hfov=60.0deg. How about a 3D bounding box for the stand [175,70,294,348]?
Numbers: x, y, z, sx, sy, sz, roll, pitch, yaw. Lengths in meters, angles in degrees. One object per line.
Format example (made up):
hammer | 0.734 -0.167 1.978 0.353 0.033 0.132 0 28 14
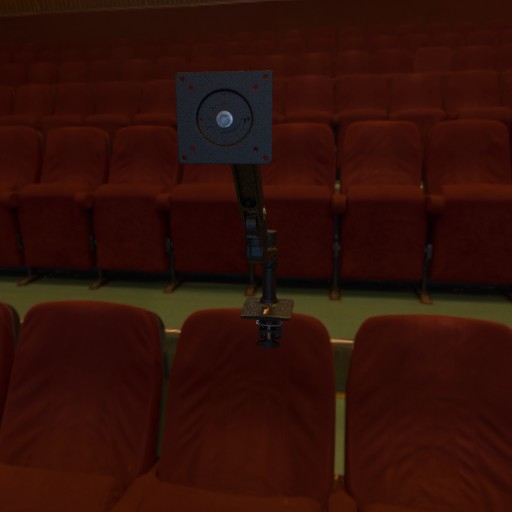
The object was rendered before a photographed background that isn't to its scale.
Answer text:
stand | 0.000 0.000 1.049 0.152 0.713 0.650 2 14 8
